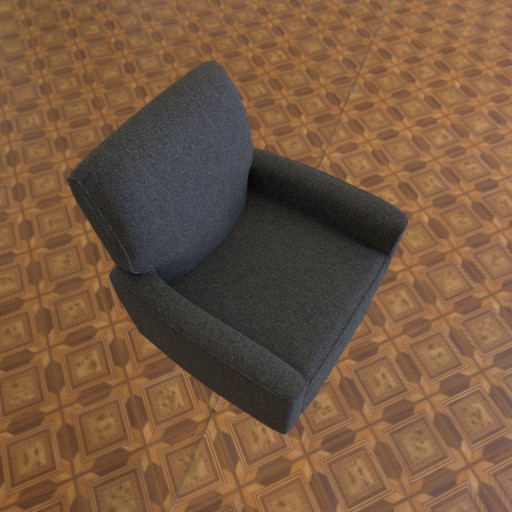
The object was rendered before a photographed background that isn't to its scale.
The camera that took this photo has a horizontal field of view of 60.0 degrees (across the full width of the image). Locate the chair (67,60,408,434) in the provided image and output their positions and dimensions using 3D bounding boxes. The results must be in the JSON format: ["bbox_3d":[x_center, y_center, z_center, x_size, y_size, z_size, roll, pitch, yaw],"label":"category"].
[{"bbox_3d":[0.000,0.000,1.618,0.850,1.016,0.839,30,62,18],"label":"chair"}]
